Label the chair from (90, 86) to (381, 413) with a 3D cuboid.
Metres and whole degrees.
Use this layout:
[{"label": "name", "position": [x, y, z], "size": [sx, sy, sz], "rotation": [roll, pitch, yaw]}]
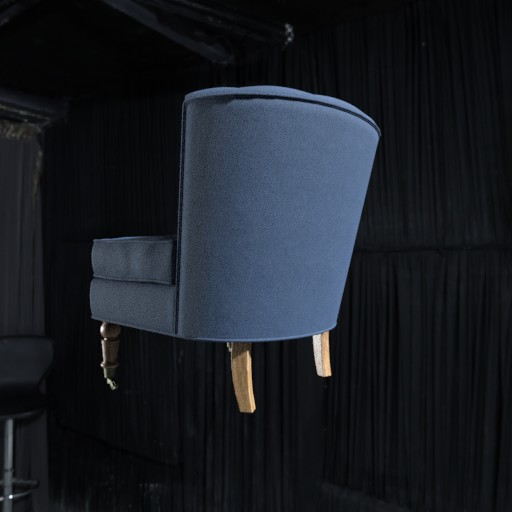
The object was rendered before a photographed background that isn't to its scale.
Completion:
[{"label": "chair", "position": [0.000, 0.000, 1.342], "size": [0.718, 0.771, 0.740], "rotation": [-1, -1, 35]}]
